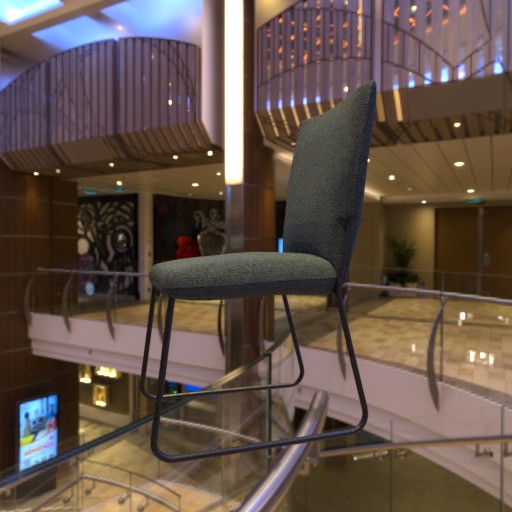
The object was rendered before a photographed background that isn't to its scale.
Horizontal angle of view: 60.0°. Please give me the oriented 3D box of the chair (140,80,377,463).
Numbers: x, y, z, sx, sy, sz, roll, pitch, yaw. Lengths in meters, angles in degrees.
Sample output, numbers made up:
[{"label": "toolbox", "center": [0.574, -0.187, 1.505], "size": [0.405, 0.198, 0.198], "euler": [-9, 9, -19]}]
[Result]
[{"label": "chair", "center": [0.000, 0.000, 1.286], "size": [0.635, 0.931, 0.480], "euler": [0, 1, -18]}]
